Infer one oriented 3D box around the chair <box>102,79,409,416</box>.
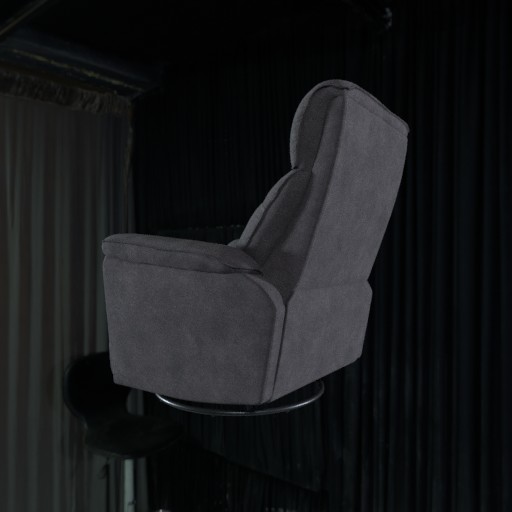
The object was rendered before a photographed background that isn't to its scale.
[{"bbox_3d":[0.000,0.000,1.700,1.009,1.035,0.830,0,0,36],"label":"chair"}]
